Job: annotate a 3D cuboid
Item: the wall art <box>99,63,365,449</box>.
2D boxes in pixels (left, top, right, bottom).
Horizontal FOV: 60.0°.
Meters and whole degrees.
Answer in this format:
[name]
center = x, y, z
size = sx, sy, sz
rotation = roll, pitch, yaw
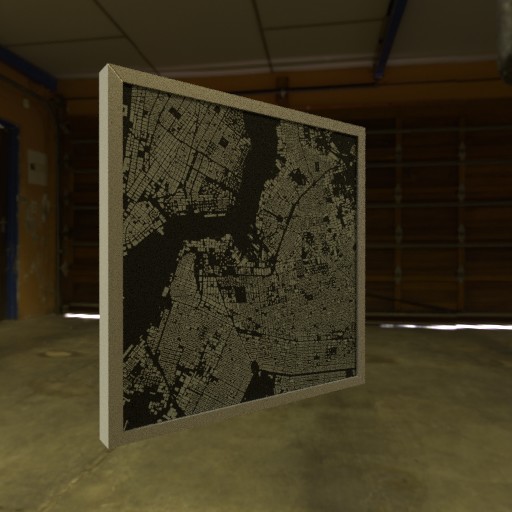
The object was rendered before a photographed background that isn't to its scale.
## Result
[wall art]
center = 0.000, 0.000, 0.744
size = 0.506, 0.506, 0.038
rotation = 0, 0, -36
